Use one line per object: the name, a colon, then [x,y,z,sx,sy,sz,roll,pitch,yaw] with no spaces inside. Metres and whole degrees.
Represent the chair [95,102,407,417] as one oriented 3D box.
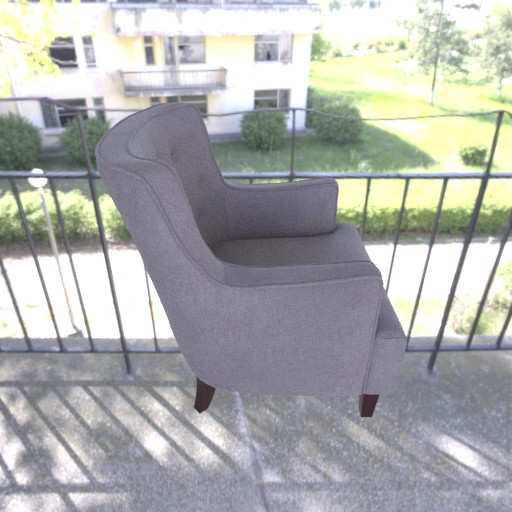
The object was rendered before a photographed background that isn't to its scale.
chair: [0.000,0.000,1.571,0.910,0.919,0.781,-1,31,-1]
